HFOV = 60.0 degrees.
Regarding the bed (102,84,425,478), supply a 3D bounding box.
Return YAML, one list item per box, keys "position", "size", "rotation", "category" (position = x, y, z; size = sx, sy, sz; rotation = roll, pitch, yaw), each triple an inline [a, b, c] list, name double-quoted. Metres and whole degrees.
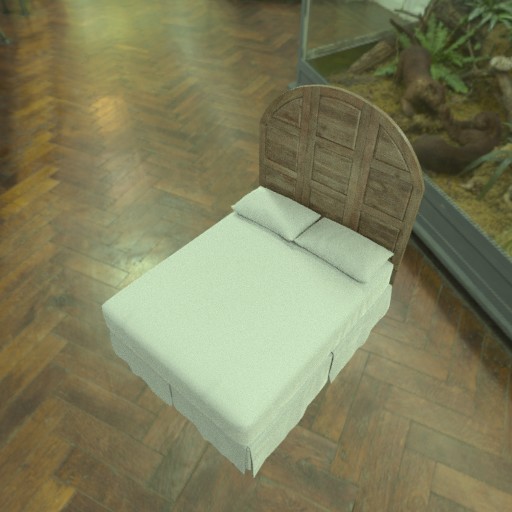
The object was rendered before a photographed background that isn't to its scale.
- position: [0.000, 0.000, 3.496]
  size: [1.713, 2.002, 2.112]
  rotation: [31, 52, 28]
  category: "bed"
